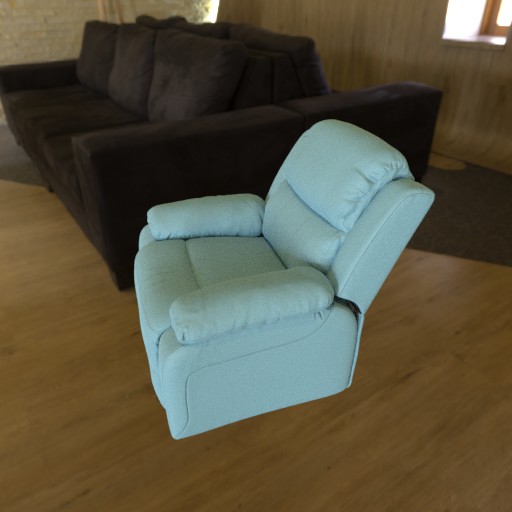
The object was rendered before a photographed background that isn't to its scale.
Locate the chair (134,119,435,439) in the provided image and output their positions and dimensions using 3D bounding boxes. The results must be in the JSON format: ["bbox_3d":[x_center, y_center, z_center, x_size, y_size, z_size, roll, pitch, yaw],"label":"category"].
[{"bbox_3d":[0.000,0.000,1.310,0.709,0.702,0.680,-9,32,-15],"label":"chair"}]
